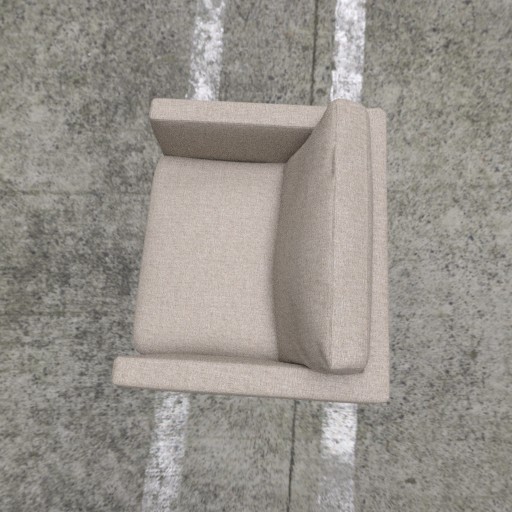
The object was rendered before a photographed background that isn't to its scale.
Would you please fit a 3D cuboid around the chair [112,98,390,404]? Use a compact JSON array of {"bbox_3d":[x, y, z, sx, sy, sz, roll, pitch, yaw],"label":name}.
[{"bbox_3d":[0.000,0.000,1.843,0.959,0.961,1.107,3,75,1],"label":"chair"}]
